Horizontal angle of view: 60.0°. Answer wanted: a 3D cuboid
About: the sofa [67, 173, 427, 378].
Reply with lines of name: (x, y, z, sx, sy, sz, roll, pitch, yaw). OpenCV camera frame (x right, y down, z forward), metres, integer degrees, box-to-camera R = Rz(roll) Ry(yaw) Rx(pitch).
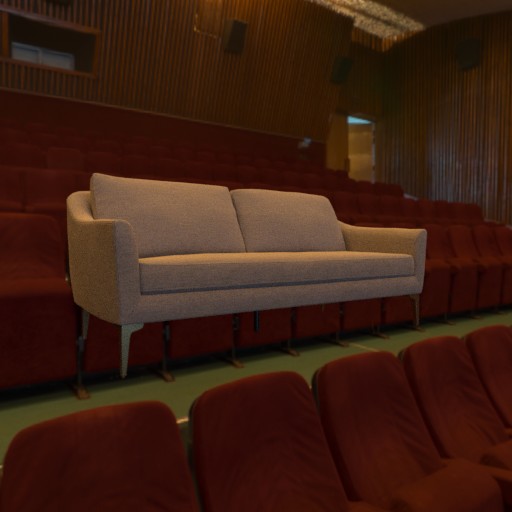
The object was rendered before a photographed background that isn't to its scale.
sofa: (0.000, 0.000, 2.663, 2.036, 0.913, 0.980, -1, 2, -35)
